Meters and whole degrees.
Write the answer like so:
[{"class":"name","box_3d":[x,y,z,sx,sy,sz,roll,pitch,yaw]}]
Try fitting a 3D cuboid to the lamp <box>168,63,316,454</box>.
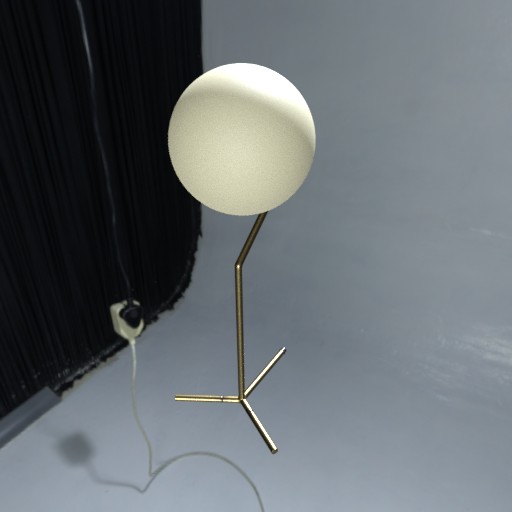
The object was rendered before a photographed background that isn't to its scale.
[{"class":"lamp","box_3d":[0.000,0.000,0.682,0.210,0.552,0.251,18,34,28]}]
